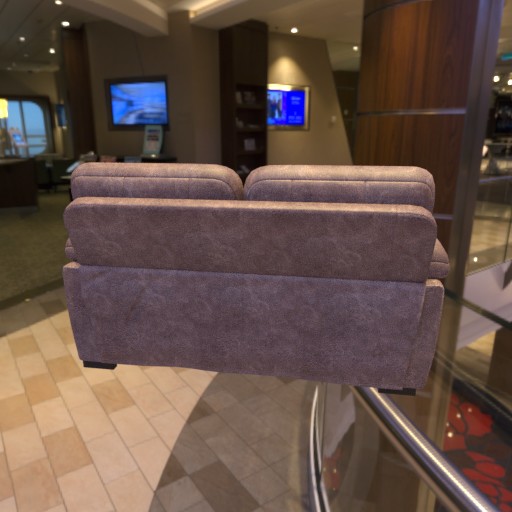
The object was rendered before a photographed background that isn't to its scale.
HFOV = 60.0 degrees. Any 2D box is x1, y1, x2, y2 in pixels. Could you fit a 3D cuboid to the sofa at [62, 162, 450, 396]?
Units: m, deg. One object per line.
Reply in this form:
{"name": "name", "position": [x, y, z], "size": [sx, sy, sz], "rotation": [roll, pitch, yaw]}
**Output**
{"name": "sofa", "position": [0.000, 0.000, 2.315], "size": [1.753, 0.991, 0.991], "rotation": [2, 16, 9]}
